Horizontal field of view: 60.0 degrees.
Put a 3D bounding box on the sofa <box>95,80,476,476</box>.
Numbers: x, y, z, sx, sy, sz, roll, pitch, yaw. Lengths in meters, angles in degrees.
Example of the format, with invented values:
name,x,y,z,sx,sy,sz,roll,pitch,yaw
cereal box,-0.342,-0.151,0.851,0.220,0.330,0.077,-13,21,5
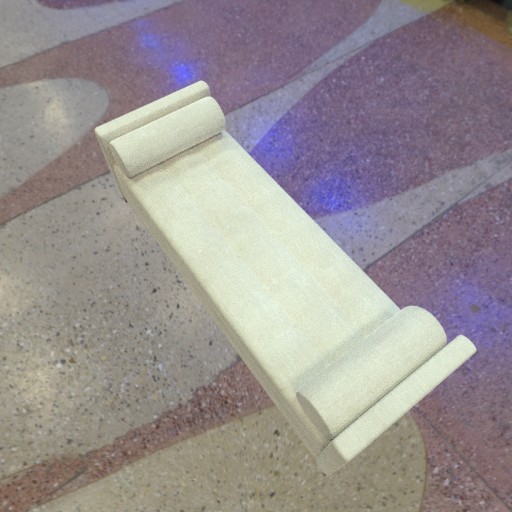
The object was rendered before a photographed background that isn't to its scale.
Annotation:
name,x,y,z,sx,sy,sz,roll,pitch,yaw
sofa,0.000,0.000,2.267,0.686,0.635,1.981,-32,64,-18
